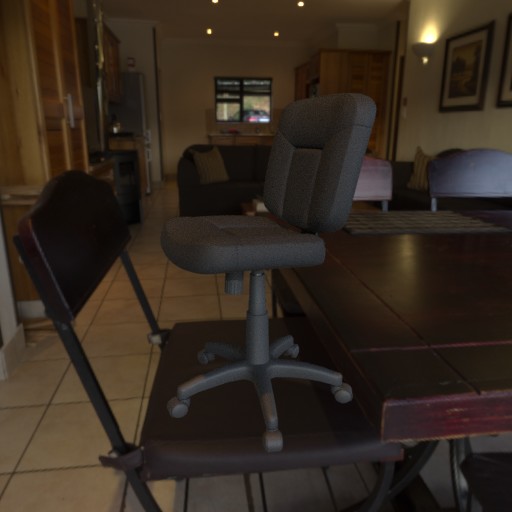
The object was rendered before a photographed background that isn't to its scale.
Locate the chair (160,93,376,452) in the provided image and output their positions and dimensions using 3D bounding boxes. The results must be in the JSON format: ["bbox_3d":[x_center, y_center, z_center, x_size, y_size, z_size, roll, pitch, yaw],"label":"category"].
[{"bbox_3d":[0.000,0.000,1.388,0.610,0.972,0.610,-8,17,-25],"label":"chair"}]
